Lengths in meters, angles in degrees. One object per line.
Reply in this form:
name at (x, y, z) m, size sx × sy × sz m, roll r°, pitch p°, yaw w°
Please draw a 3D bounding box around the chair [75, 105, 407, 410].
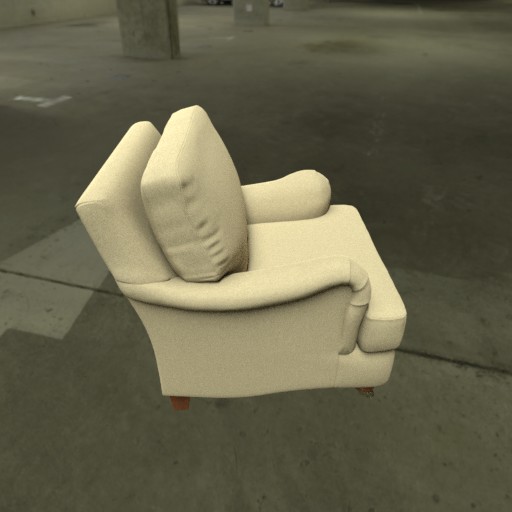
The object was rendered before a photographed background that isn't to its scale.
chair at (0.000, 0.000, 1.871) m, size 1.078 × 1.076 × 0.895 m, roll -1°, pitch 32°, yaw -1°
